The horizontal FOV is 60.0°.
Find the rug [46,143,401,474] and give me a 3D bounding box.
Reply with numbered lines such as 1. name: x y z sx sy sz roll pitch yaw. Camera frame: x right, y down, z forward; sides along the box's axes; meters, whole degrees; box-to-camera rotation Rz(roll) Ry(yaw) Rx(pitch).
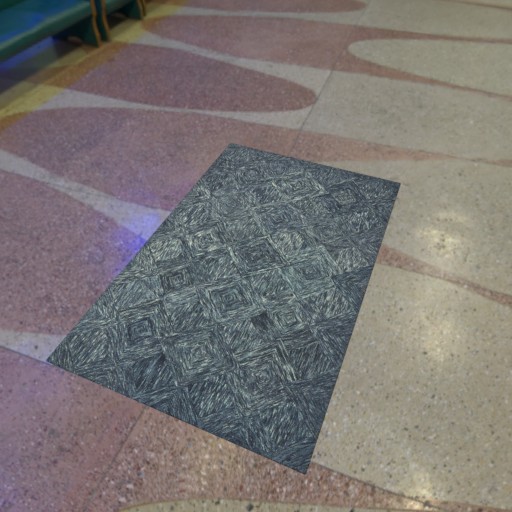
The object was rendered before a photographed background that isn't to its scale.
1. rug: 0.000 0.000 2.932 1.478 0.017 2.330 17 49 16
